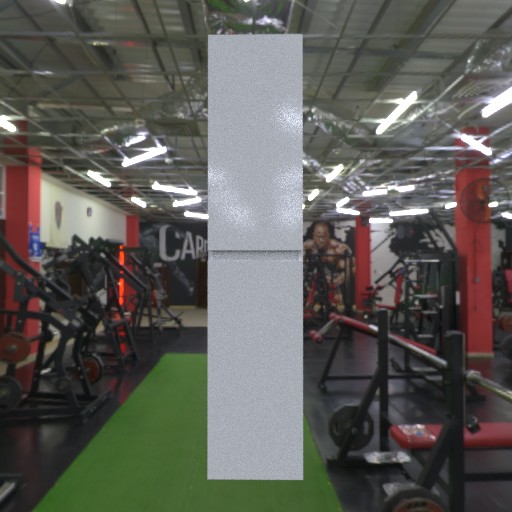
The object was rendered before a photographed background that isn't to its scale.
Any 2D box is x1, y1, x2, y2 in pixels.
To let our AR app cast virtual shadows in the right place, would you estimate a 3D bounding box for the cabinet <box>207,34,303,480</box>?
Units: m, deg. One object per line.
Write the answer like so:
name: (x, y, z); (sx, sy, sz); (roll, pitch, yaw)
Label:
cabinet: (0.000, 0.000, 1.528); (0.300, 1.400, 0.270); (0, -1, 1)
